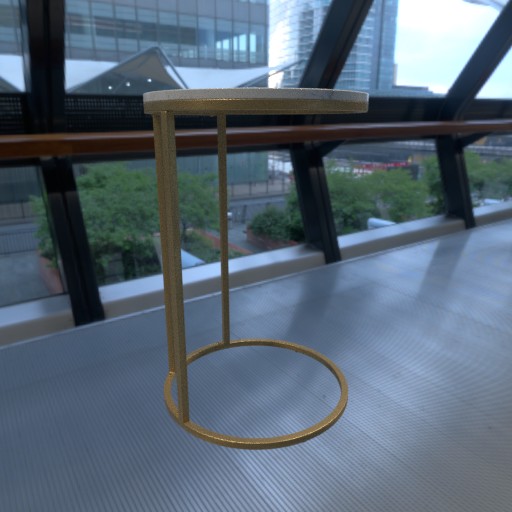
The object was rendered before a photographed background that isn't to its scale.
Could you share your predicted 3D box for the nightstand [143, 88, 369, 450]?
[{"bbox_3d":[0.000,0.000,0.896,0.400,0.610,0.400,3,17,11],"label":"nightstand"}]
